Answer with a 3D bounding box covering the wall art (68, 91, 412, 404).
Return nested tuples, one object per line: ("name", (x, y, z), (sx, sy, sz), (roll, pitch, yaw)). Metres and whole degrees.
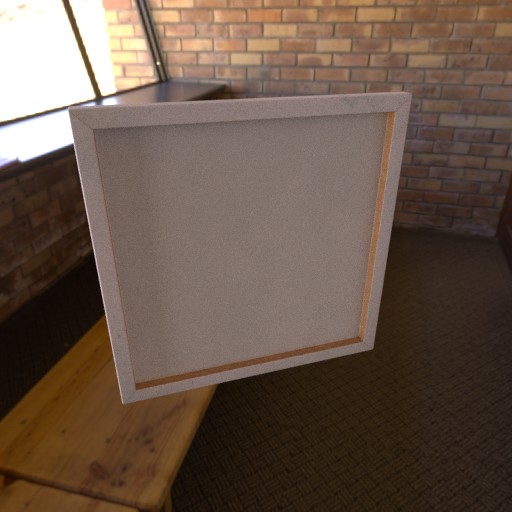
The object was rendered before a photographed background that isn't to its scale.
("wall art", (0.000, 0.000, 1.133), (0.762, 0.762, 0.038), (-8, 28, -16))
